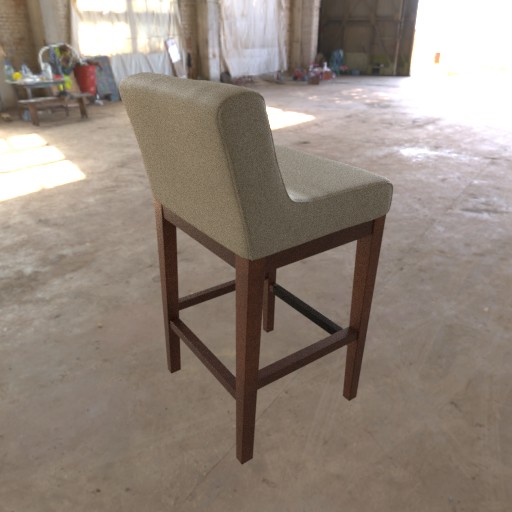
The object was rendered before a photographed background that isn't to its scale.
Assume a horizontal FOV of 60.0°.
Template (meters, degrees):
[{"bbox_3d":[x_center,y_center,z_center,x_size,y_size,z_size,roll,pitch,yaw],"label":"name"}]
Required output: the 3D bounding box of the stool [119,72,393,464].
[{"bbox_3d":[0.000,0.000,1.230,0.500,0.937,0.511,-17,31,-31],"label":"stool"}]
